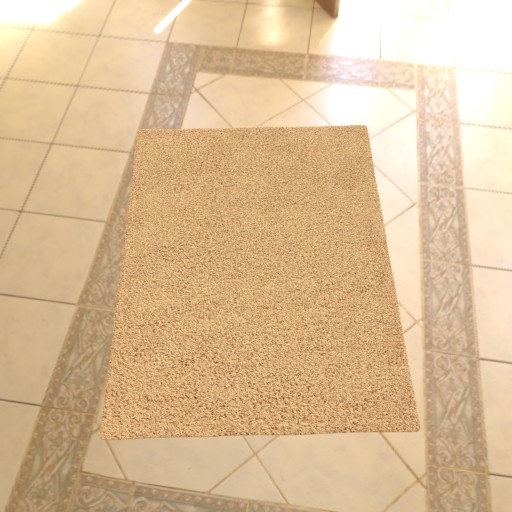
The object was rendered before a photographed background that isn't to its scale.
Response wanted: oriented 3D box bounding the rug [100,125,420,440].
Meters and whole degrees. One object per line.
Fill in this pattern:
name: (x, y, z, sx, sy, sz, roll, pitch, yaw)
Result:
rug: (0.000, 0.000, 4.036, 2.438, 0.029, 3.047, -1, 64, -1)
